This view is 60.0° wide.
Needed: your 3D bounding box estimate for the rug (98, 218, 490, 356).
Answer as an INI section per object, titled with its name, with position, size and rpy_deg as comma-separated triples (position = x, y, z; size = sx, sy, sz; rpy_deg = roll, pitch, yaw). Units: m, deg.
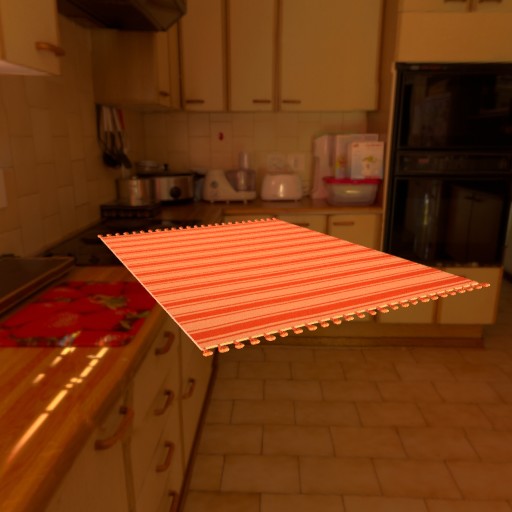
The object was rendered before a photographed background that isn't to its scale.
[rug]
position = 0.000, 0.000, 4.390
size = 2.451, 0.035, 3.369
rpy_deg = -8, 17, -27
